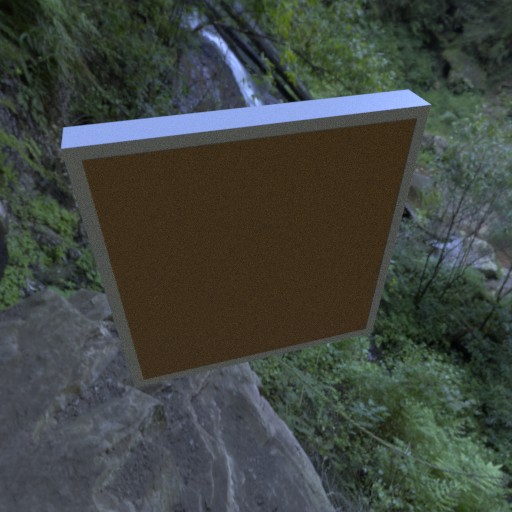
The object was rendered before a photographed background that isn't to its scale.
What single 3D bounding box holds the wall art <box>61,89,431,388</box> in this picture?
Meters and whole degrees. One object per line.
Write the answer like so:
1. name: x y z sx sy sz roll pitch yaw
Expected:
1. wall art: 0.000 0.000 0.465 0.305 0.305 0.038 -10 41 -12
